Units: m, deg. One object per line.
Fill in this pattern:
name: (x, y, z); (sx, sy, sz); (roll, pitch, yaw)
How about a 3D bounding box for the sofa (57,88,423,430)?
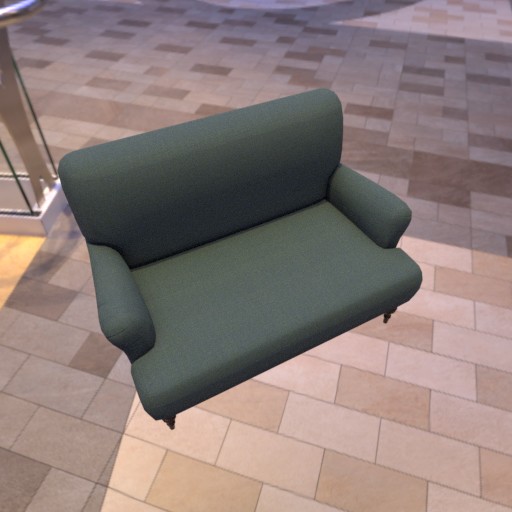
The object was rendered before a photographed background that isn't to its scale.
sofa: (0.000, 0.000, 1.813); (1.297, 0.889, 0.779); (-21, 49, -20)
